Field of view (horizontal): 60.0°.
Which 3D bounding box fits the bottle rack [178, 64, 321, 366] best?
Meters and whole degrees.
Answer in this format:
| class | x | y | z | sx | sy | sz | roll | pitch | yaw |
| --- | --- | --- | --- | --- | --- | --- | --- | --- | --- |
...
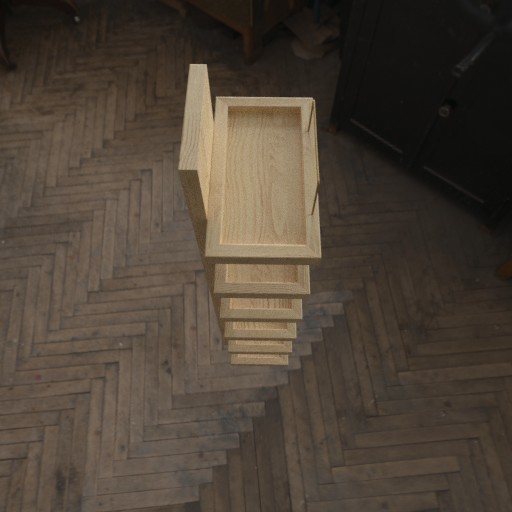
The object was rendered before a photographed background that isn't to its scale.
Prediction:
| class | x | y | z | sx | sy | sz | roll | pitch | yaw |
| --- | --- | --- | --- | --- | --- | --- | --- | --- | --- |
| bottle rack | 0.000 | 0.000 | 1.062 | 0.206 | 0.943 | 0.330 | 1 | 64 | 0 |
